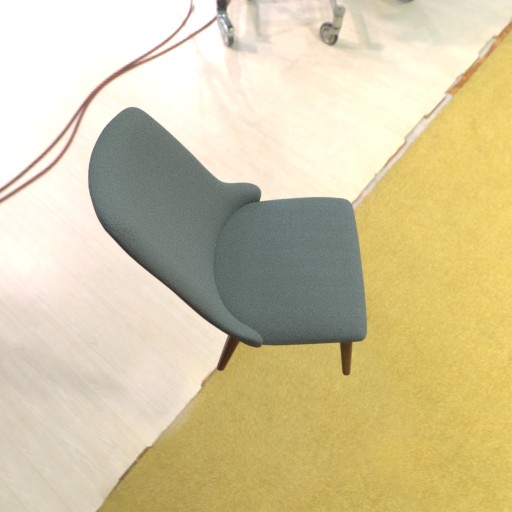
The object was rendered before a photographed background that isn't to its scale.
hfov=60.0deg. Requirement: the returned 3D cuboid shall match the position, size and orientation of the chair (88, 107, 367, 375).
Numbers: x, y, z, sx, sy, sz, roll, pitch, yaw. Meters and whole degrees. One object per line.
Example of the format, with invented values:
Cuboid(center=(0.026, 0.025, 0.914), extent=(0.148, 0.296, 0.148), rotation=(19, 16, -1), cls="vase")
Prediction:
Cuboid(center=(0.000, 0.000, 1.345), extent=(0.707, 0.918, 0.535), rotation=(1, 63, 0), cls="chair")
